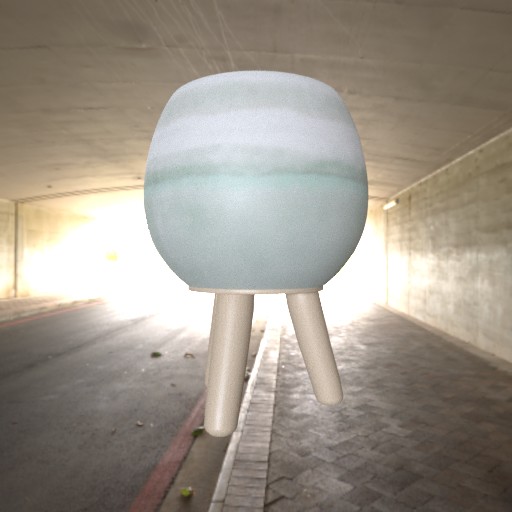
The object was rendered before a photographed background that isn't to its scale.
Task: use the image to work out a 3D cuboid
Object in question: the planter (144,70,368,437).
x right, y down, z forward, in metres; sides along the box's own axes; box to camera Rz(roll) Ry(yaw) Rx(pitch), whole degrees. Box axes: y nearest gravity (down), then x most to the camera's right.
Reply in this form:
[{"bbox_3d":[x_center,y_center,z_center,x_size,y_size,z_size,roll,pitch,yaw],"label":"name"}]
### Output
[{"bbox_3d":[0.000,0.000,0.328,0.161,0.224,0.161,0,0,0],"label":"planter"}]
